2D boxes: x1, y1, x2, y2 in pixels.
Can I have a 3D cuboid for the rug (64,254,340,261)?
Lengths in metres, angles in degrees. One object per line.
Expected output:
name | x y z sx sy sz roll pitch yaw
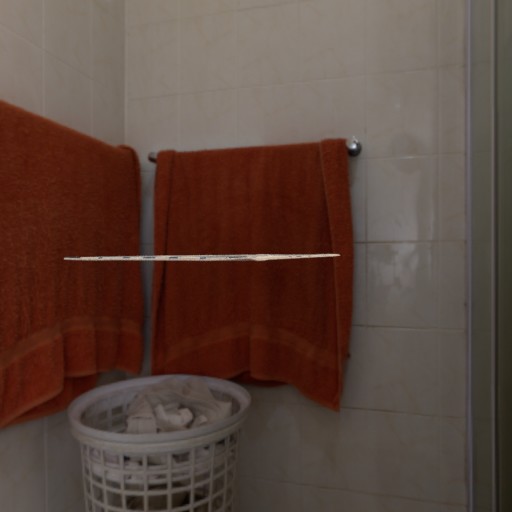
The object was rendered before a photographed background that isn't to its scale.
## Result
rug | 0.000 0.000 2.539 0.692 0.017 2.301 0 0 17
